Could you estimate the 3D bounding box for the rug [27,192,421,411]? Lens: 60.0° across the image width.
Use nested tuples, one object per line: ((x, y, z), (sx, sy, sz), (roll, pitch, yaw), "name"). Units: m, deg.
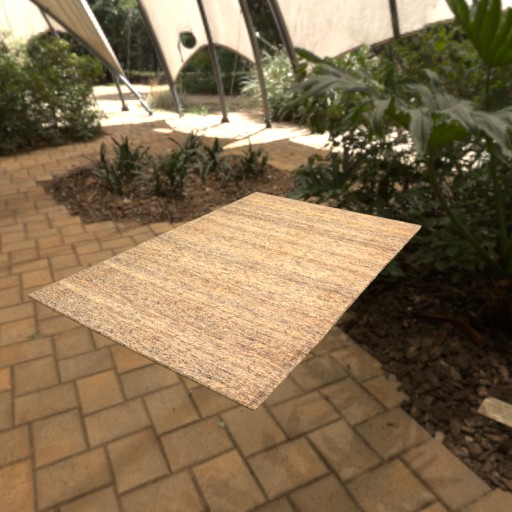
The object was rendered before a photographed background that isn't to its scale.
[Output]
((0.000, 0.000, 2.359), (1.243, 0.014, 1.846), (16, 30, 30), "rug")
